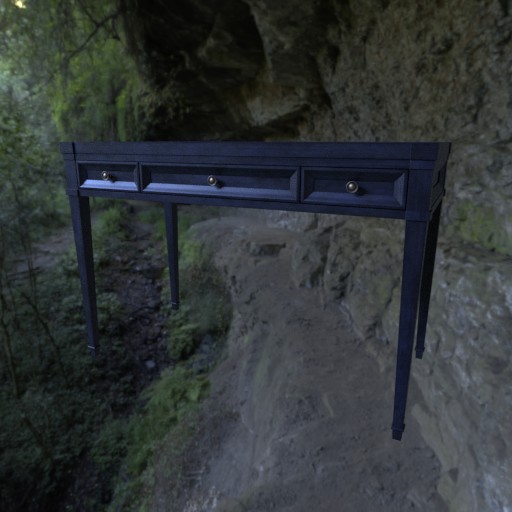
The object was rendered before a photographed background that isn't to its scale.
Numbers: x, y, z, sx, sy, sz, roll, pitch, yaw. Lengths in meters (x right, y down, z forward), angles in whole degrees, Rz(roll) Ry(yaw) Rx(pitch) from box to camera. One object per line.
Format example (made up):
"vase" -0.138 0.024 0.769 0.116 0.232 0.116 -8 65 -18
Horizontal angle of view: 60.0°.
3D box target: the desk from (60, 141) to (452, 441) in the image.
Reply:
"desk" 0.000 0.000 1.728 1.289 0.861 0.630 7 16 25
